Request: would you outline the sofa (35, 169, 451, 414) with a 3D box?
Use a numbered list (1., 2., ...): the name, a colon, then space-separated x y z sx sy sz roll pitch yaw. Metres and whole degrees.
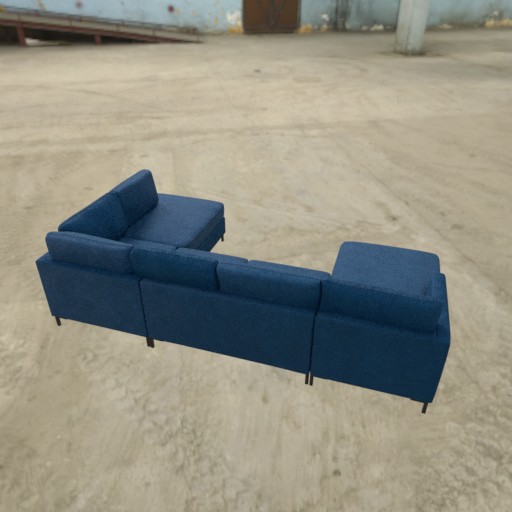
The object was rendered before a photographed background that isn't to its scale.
1. sofa: 0.000 0.000 4.353 3.434 0.992 2.055 9 33 15
